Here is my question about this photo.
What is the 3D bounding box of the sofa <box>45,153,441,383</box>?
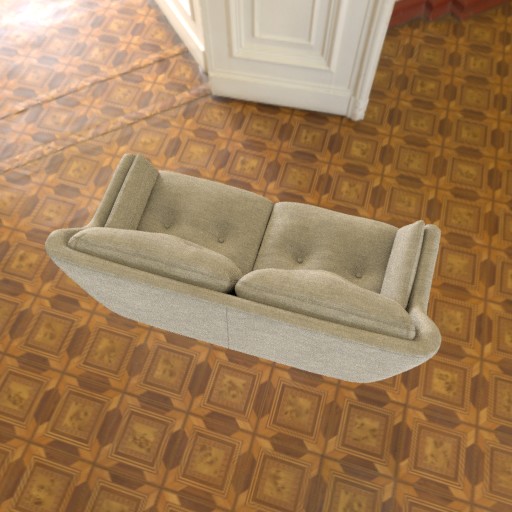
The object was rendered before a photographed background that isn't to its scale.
[{"bbox_3d":[0.000,0.000,2.512,1.930,0.897,0.976,15,64,7],"label":"sofa"}]
